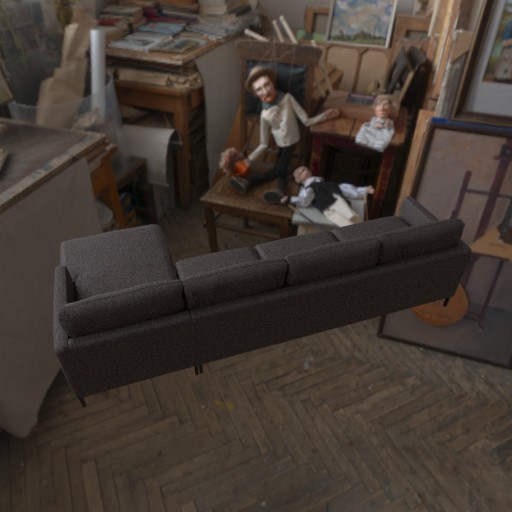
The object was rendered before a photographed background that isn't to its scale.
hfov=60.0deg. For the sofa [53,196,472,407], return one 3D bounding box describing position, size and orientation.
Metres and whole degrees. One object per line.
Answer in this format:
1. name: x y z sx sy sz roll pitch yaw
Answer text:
1. sofa: 0.000 0.000 3.817 3.221 0.892 1.483 -12 41 -14
